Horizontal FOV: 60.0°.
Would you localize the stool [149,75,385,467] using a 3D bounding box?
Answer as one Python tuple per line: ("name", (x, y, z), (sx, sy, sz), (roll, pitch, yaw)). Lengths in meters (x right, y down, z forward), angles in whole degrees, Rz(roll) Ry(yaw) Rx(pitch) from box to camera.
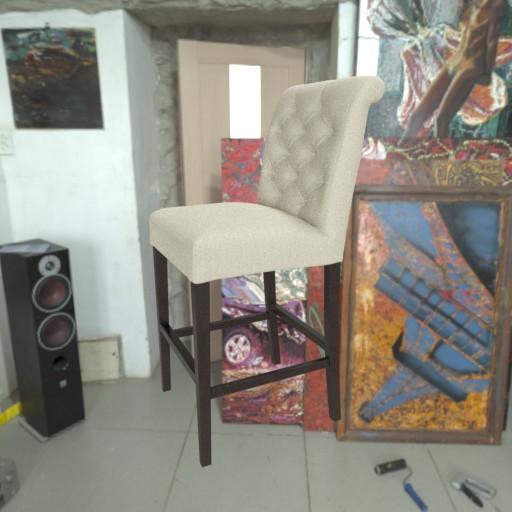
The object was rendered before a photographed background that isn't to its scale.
("stool", (0.000, 0.000, 1.478), (0.610, 1.118, 0.482), (-8, 17, -25))
